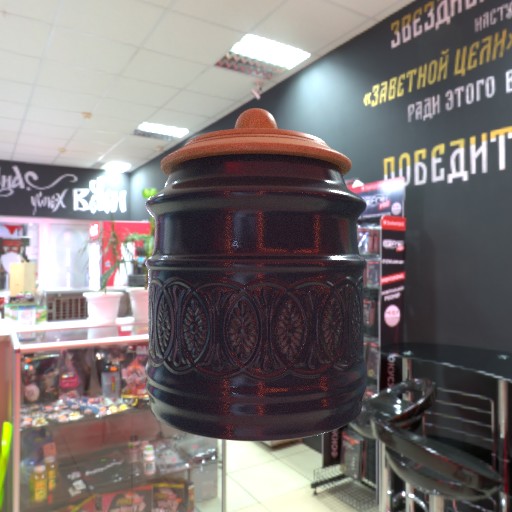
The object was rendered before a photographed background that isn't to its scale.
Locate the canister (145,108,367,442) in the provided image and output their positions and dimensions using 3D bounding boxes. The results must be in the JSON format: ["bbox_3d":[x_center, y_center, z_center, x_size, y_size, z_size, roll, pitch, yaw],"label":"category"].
[{"bbox_3d":[0.000,0.000,0.267,0.130,0.176,0.130,0,0,0],"label":"canister"}]
